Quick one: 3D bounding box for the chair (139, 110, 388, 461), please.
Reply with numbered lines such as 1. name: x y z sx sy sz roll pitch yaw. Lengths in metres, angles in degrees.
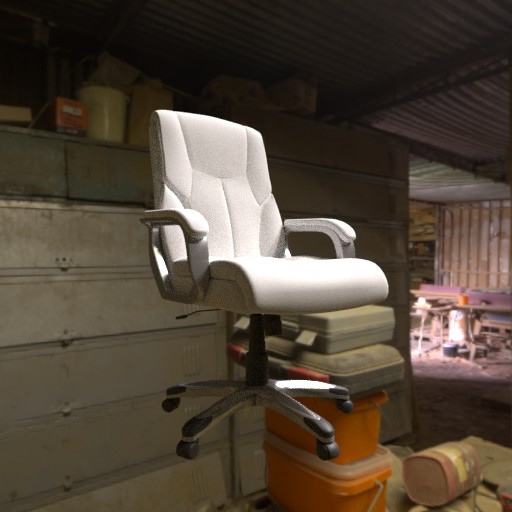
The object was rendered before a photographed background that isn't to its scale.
1. chair: 0.000 0.000 1.503 0.687 1.120 0.738 0 0 -36
